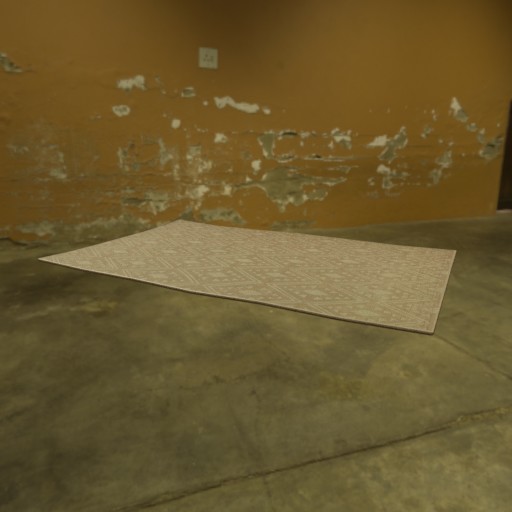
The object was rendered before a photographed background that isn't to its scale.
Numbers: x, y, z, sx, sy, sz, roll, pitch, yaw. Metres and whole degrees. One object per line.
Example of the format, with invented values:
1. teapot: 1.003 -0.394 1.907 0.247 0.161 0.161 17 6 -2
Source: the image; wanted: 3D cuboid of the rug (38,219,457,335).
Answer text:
1. rug: 0.000 0.000 3.028 2.430 0.053 1.553 8 17 26
